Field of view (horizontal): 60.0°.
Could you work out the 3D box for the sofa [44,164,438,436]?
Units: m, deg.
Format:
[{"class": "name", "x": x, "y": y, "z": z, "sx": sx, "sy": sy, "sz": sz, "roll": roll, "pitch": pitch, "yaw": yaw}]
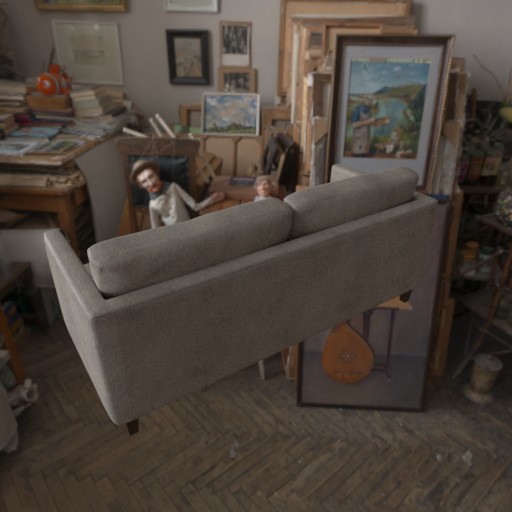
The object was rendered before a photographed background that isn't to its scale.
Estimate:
[{"class": "sofa", "x": 0.000, "y": 0.000, "z": 2.735, "sx": 2.208, "sy": 0.965, "sz": 0.951, "roll": -18, "pitch": 34, "yaw": -29}]
